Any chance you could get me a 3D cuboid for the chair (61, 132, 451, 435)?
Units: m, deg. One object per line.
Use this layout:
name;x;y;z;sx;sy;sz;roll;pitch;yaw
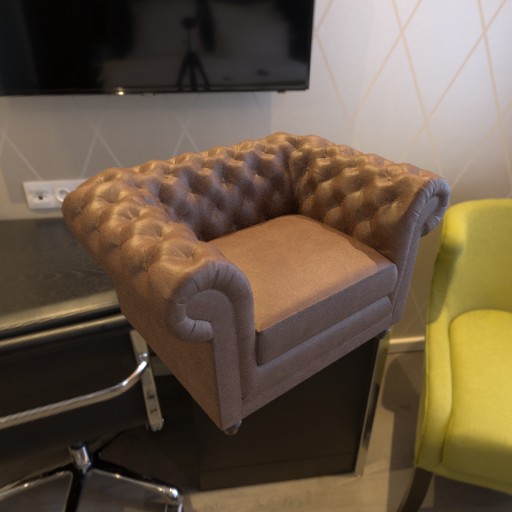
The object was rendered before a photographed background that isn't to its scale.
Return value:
chair;0.000;0.000;1.889;1.298;0.784;0.954;-21;36;-32
